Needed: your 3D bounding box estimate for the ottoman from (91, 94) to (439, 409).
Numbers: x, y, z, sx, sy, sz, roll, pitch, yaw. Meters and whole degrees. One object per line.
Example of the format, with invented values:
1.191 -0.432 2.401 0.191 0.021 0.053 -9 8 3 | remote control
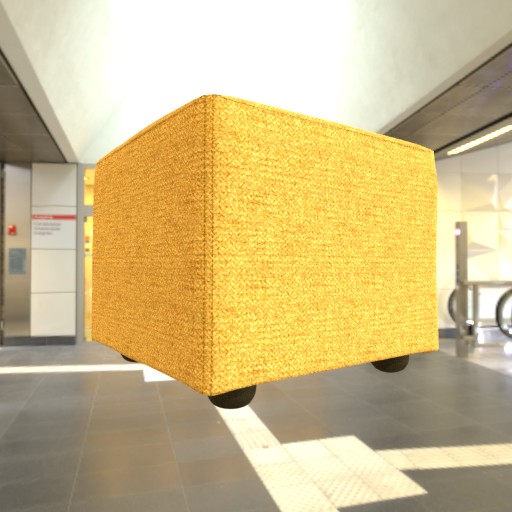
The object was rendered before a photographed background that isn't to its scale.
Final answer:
0.000 0.000 0.884 0.512 0.441 0.505 1 -1 -36 | ottoman
